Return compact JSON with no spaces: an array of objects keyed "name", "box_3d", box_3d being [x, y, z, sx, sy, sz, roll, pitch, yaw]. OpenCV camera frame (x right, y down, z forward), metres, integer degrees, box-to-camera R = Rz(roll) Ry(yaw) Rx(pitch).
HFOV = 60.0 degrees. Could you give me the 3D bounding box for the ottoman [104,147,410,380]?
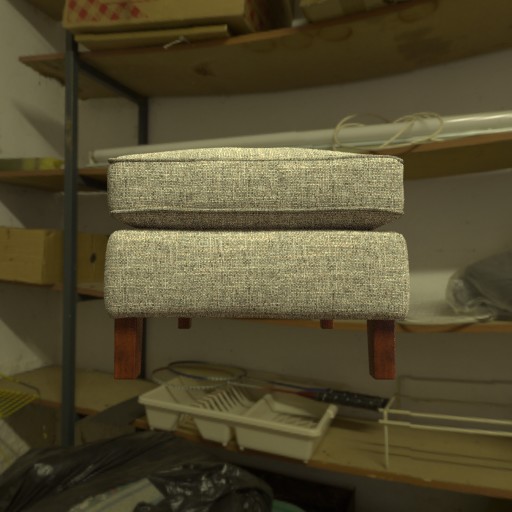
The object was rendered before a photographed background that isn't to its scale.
[{"name":"ottoman","box_3d":[0.000,0.000,1.011,0.508,0.406,0.686,0,-1,0]}]
